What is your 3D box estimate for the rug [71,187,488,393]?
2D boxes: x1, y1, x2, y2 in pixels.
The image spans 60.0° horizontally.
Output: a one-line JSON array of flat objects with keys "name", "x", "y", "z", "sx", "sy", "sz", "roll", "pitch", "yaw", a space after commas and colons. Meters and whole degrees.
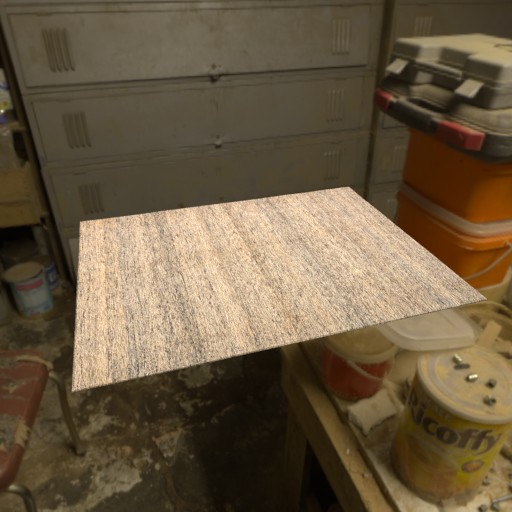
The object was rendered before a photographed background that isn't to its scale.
[{"name": "rug", "x": 0.000, "y": 0.000, "z": 4.179, "sx": 3.199, "sy": 0.036, "sz": 2.414, "roll": -9, "pitch": 33, "yaw": -15}]
